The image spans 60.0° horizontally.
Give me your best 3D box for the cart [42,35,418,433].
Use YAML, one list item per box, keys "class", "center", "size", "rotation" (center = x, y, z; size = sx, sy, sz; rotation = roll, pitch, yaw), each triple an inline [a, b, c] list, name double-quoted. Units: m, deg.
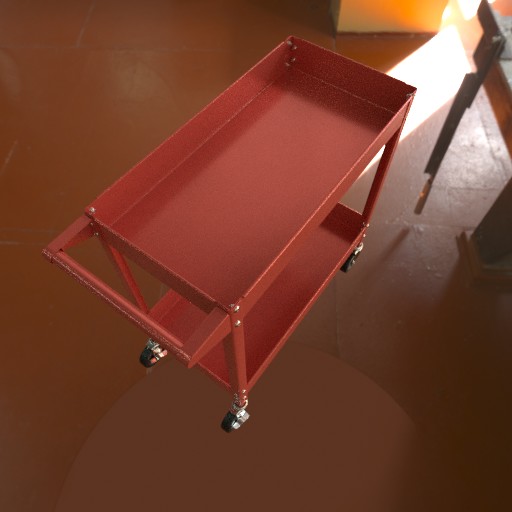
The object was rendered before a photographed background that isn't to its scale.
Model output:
- class: "cart"
  center: [0.000, 0.000, 1.161]
  size: [0.366, 0.719, 0.779]
  rotation: [32, 63, 18]
